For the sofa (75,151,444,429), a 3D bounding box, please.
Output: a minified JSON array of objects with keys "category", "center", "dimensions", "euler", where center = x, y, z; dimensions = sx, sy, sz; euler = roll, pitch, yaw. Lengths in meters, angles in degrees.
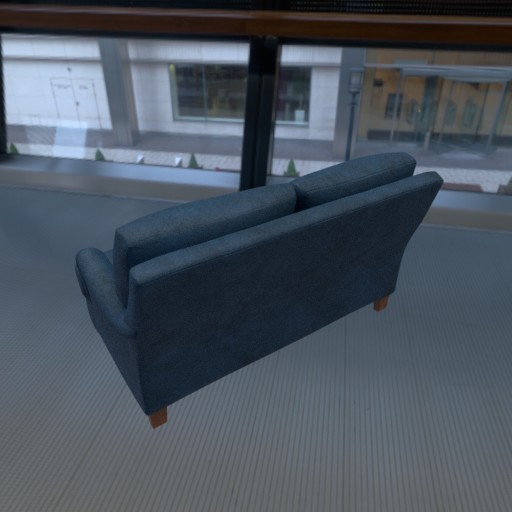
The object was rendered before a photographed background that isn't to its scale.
[{"category":"sofa","center":[0.000,0.000,2.577],"dimensions":[1.853,1.101,1.084],"euler":[-20,36,-30]}]
